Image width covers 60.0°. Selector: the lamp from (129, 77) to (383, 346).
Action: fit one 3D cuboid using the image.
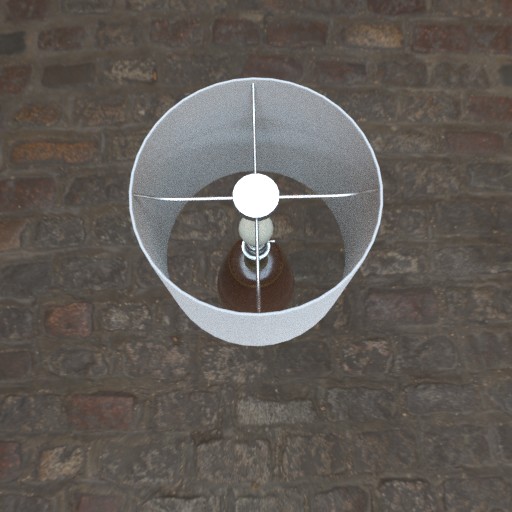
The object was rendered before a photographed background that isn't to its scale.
[{"bbox_3d":[0.000,0.000,0.465,0.186,0.369,0.186,0,76,0],"label":"lamp"}]
